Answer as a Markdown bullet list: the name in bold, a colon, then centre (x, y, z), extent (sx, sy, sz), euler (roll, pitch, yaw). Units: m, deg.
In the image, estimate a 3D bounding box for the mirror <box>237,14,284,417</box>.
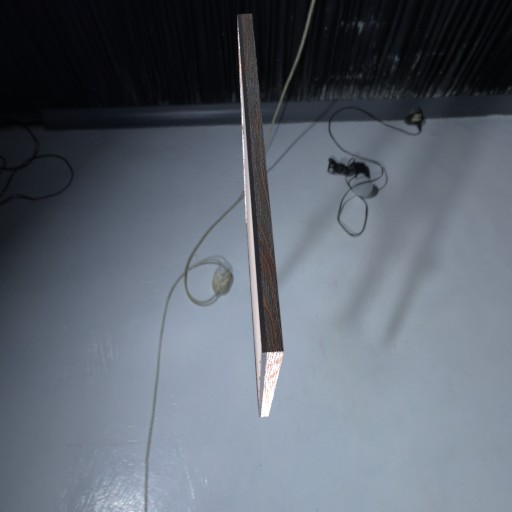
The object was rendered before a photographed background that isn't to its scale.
- **mirror**: centre (0.000, 0.000, 1.191), extent (0.032, 0.882, 0.730), euler (-3, 64, -2)
